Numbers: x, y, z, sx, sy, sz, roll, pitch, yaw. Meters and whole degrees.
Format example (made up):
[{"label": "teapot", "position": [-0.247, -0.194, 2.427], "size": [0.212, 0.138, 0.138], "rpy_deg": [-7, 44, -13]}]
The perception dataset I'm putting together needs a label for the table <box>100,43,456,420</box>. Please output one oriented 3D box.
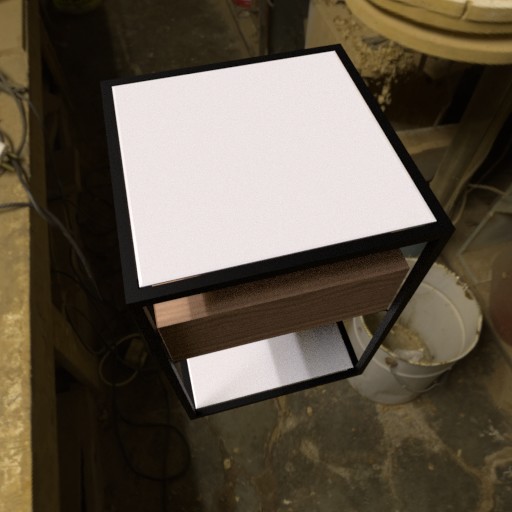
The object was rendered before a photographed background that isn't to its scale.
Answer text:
[{"label": "table", "position": [0.000, 0.000, 0.811], "size": [0.378, 0.540, 0.378], "rpy_deg": [-12, 58, -8]}]
